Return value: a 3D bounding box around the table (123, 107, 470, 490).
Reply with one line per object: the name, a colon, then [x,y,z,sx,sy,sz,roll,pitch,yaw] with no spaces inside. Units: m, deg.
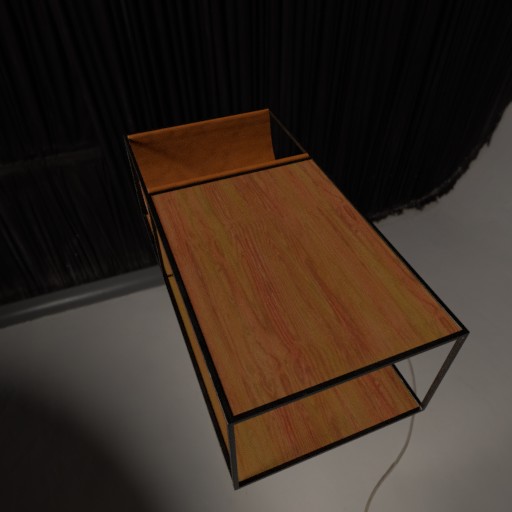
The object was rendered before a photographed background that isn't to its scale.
table: [0.000,0.000,1.487,0.597,0.403,1.199,-16,47,-15]
